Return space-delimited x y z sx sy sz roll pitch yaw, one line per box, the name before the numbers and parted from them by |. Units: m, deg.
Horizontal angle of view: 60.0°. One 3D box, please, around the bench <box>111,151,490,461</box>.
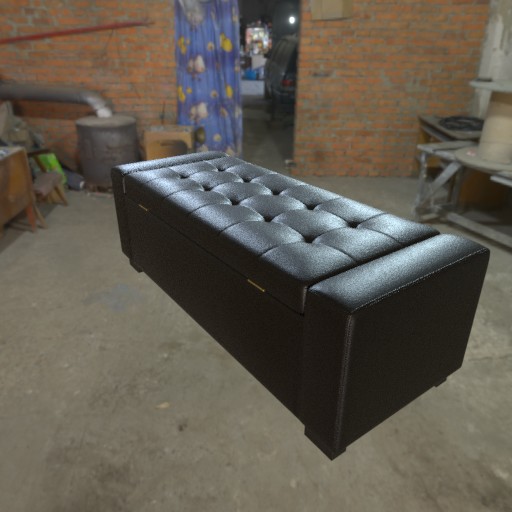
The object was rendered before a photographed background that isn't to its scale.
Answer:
bench | 0.000 0.000 1.511 0.508 0.445 1.296 -18 31 -32
